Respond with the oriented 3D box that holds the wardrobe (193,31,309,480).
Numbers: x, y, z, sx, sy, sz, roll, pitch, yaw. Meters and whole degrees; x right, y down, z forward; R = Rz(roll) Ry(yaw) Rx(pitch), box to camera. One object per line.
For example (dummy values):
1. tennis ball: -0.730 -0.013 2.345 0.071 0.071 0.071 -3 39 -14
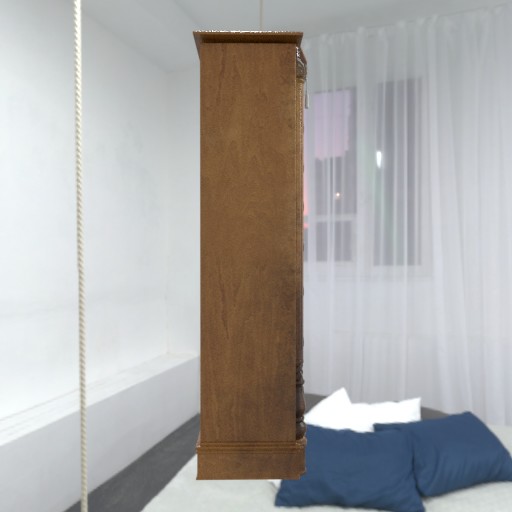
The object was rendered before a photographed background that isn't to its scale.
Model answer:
1. wardrobe: 0.000 0.000 1.142 0.273 0.959 0.406 0 0 -1
